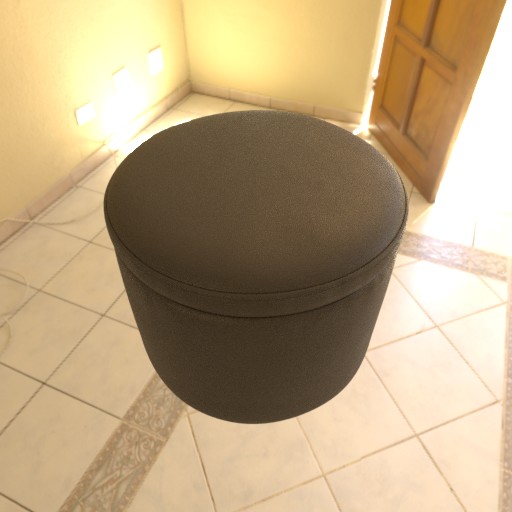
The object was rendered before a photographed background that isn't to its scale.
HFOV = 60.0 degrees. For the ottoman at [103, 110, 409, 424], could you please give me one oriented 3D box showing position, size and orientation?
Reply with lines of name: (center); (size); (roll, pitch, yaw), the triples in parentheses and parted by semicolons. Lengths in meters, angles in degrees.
ottoman: (0.000, 0.000, 0.858); (0.500, 0.409, 0.500); (0, 45, 0)
